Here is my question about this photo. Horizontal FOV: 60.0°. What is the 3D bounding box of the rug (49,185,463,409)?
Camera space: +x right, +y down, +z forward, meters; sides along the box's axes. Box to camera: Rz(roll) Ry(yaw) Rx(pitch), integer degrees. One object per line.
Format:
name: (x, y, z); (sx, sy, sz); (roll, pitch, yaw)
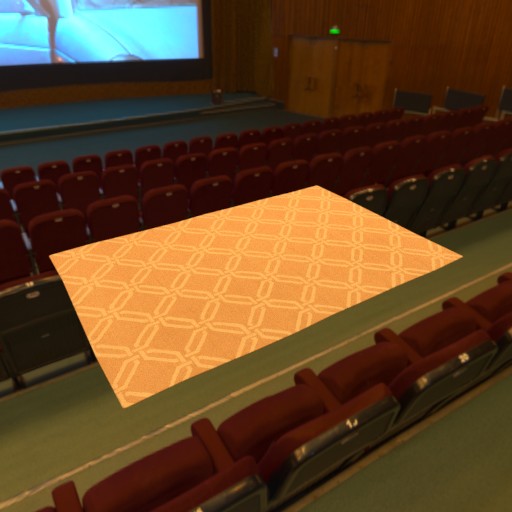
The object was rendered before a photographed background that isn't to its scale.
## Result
rug: (0.000, 0.000, 2.214); (1.745, 0.010, 1.146); (-18, 35, -28)
